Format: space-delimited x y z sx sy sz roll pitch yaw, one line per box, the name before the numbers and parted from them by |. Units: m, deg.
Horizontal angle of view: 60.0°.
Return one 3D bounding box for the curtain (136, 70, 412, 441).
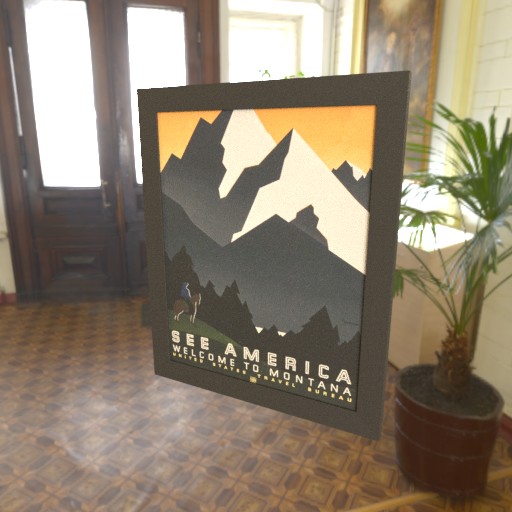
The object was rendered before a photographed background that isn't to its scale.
curtain | 0.000 0.000 0.794 0.483 0.585 0.027 8 17 26
